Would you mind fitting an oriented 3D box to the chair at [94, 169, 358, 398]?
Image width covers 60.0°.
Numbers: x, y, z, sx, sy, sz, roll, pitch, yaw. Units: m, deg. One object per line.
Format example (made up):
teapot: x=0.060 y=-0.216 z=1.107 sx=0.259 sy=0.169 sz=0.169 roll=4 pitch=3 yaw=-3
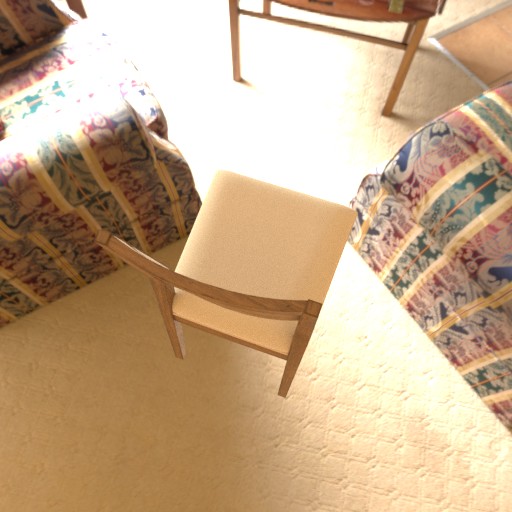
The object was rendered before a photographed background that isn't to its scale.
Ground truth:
chair: x=0.000 y=0.000 z=1.302 sx=0.497 sy=0.939 sz=0.610 roll=18 pitch=66 yaw=8
